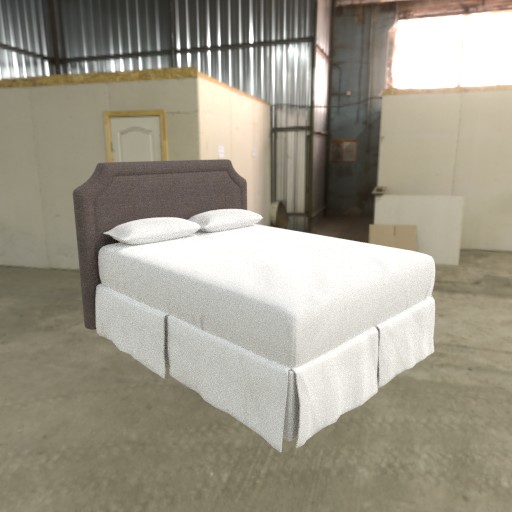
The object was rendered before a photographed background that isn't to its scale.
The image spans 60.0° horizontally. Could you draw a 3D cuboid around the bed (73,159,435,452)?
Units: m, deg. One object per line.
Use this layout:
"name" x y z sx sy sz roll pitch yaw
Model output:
"bed" 0.000 0.000 3.169 2.116 1.290 1.693 13 19 43
